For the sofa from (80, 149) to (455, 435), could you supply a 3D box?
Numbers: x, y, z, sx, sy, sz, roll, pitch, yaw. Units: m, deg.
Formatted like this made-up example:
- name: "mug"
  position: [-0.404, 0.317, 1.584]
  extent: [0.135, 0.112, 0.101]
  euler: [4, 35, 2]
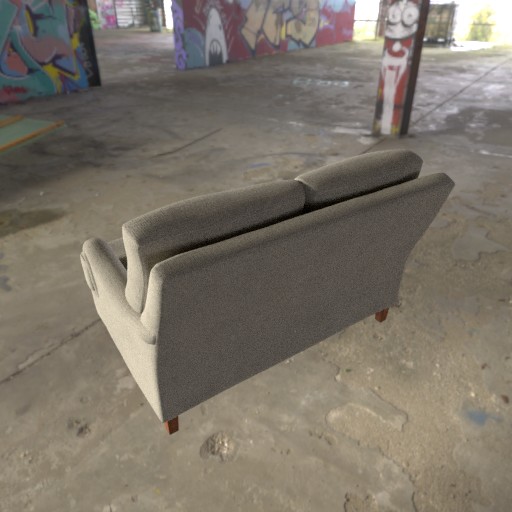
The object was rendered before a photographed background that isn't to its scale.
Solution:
- name: "sofa"
  position: [0.000, 0.000, 2.191]
  extent: [1.480, 0.999, 1.087]
  euler: [-20, 36, -29]
